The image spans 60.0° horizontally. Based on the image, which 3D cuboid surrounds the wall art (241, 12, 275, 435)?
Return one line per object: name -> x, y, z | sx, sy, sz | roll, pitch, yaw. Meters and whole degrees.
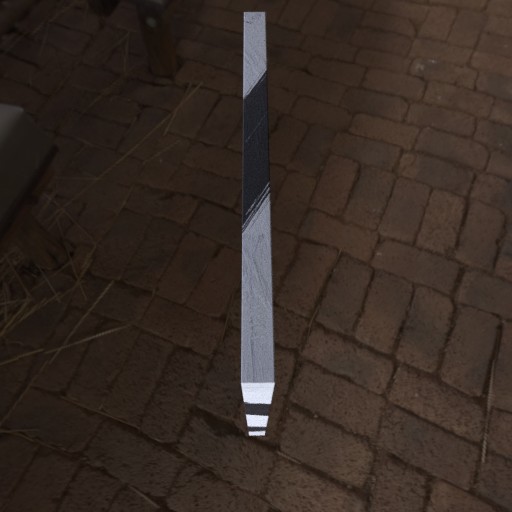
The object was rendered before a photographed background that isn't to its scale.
wall art -> 0.000, 0.000, 1.101 | 0.046, 0.765, 0.765 | 0, 63, 0
